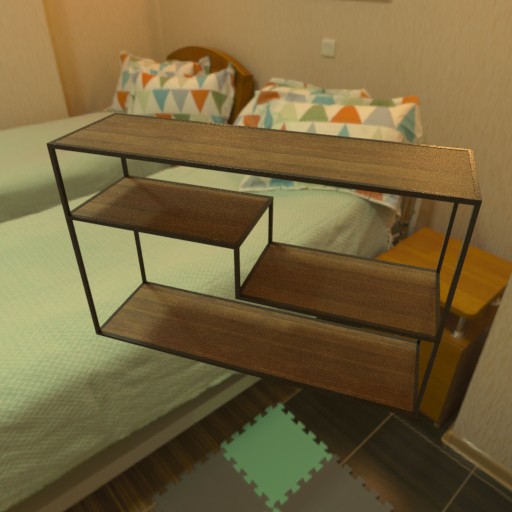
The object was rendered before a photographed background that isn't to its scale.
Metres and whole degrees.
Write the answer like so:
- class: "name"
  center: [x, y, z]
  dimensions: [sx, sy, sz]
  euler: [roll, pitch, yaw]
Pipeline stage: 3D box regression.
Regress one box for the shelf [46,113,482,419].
- class: "shelf"
  center: [0.000, 0.000, 1.506]
  dimensions: [1.201, 0.765, 0.361]
  euler: [11, 34, 16]
